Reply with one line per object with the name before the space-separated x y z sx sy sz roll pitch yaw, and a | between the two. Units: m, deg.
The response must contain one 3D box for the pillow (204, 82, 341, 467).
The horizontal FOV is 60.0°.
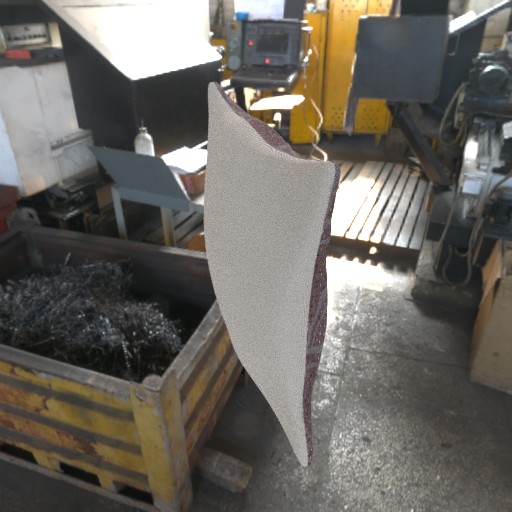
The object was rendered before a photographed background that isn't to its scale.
pillow | 0.000 0.000 0.797 0.163 0.513 0.514 -10 32 -16
